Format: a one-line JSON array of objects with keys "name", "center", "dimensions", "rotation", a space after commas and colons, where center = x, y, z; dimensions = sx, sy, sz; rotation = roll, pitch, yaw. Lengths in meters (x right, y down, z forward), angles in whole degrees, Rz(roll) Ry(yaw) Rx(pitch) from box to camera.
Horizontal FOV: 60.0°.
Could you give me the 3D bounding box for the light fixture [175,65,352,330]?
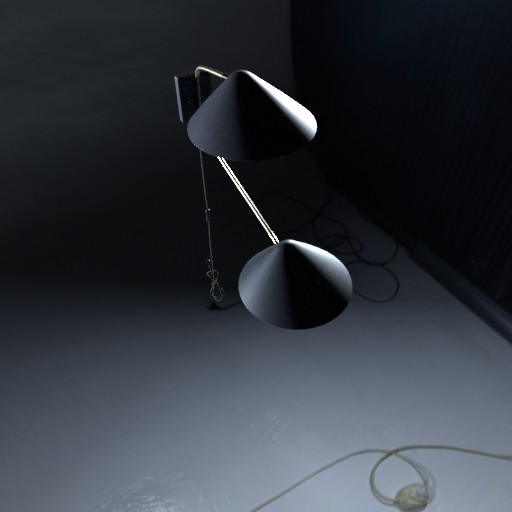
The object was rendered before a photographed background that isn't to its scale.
[{"name": "light fixture", "center": [0.000, 0.000, 0.829], "dimensions": [0.189, 0.665, 0.422], "rotation": [-25, 51, -22]}]
